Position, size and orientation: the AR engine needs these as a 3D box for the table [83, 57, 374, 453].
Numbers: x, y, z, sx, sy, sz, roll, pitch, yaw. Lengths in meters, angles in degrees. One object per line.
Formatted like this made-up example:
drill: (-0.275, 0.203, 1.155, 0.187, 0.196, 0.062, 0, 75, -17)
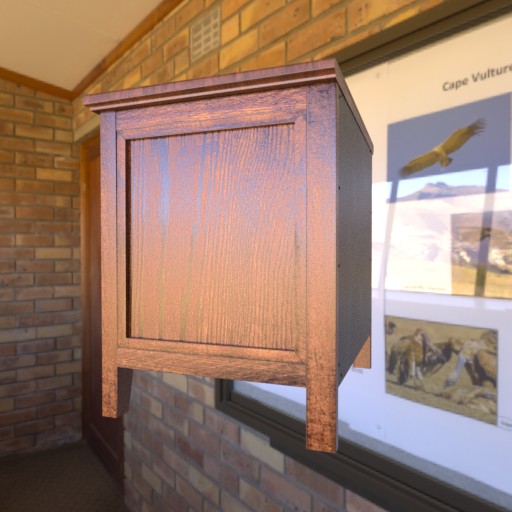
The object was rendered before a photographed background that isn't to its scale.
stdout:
table: (0.000, 0.000, 1.006, 0.461, 0.597, 0.586, 0, 1, 20)
